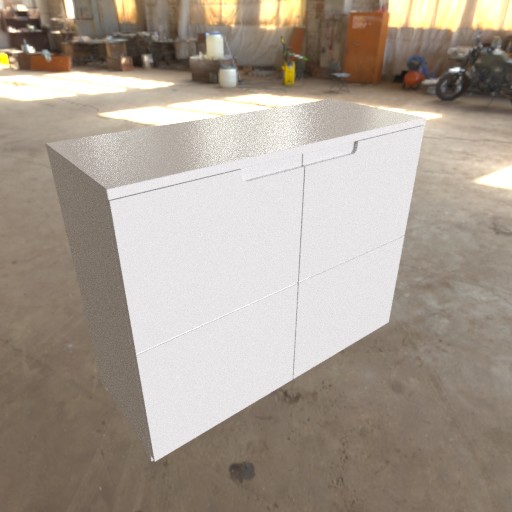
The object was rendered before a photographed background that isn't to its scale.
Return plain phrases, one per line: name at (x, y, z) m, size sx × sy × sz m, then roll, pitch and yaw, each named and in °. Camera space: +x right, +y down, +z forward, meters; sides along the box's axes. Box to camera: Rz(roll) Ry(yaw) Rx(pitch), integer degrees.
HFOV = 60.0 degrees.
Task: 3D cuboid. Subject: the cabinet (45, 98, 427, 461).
cabinet at (0.000, 0.000, 1.413) m, size 1.000 × 0.800 × 0.400 m, roll -21°, pitch 35°, yaw -32°
